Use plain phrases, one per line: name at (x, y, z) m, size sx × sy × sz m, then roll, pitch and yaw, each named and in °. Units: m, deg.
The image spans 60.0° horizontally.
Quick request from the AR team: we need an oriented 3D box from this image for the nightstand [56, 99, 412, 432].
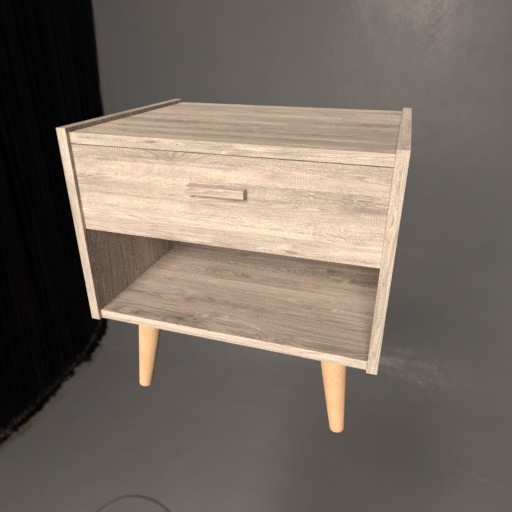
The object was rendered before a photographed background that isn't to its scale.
nightstand at (0.000, 0.000, 0.827) m, size 0.480 × 0.500 × 0.380 m, roll 8°, pitch 27°, yaw 16°
